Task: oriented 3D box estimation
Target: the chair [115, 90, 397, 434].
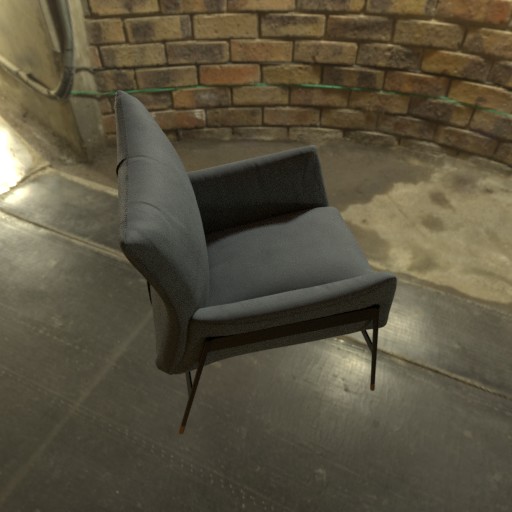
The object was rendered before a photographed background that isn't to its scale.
[{"bbox_3d":[0.000,0.000,1.400,0.709,0.858,0.678,-9,46,-9],"label":"chair"}]
